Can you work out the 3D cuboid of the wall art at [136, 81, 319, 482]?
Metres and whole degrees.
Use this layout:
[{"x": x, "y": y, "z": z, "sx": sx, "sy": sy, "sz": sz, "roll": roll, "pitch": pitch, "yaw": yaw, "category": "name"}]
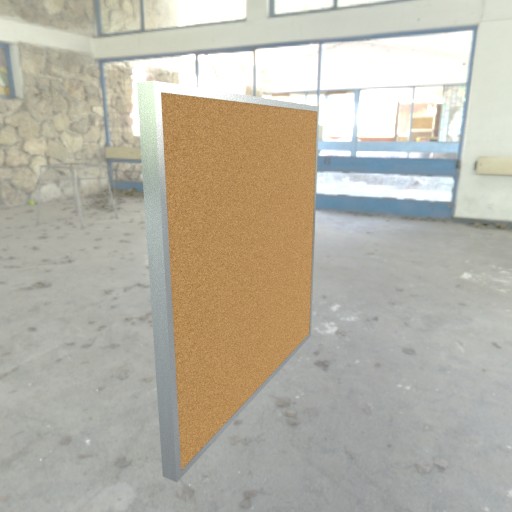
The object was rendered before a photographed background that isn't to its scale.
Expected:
[{"x": 0.000, "y": 0.000, "z": 1.197, "sx": 0.038, "sy": 0.806, "sz": 0.806, "roll": 8, "pitch": 17, "yaw": 27, "category": "wall art"}]
